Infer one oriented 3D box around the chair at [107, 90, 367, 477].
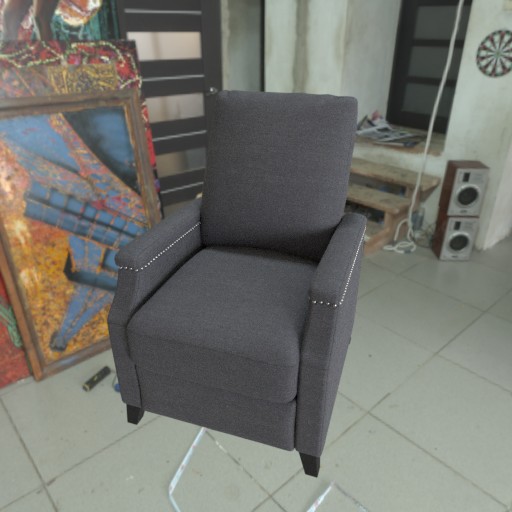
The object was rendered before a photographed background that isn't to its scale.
[{"bbox_3d":[0.000,0.000,1.598,0.710,1.049,0.922,9,28,17],"label":"chair"}]
